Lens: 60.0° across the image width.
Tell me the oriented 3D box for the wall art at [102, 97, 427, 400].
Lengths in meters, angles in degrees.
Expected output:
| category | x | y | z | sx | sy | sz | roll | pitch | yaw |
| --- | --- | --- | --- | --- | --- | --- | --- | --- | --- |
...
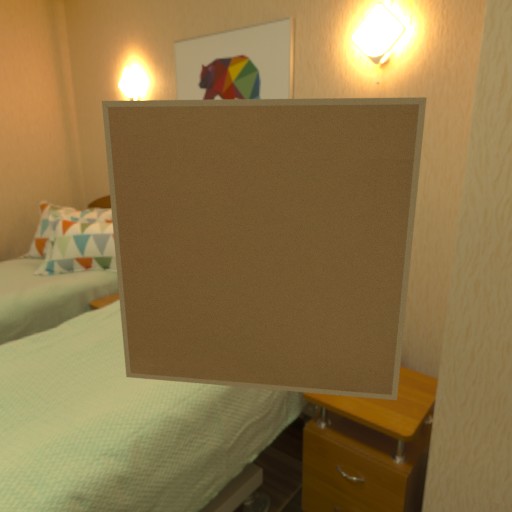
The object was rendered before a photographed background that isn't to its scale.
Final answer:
| category | x | y | z | sx | sy | sz | roll | pitch | yaw |
| --- | --- | --- | --- | --- | --- | --- | --- | --- | --- |
| wall art | 0.000 | 0.000 | 0.835 | 0.557 | 0.557 | 0.012 | 2 | 16 | 8 |
